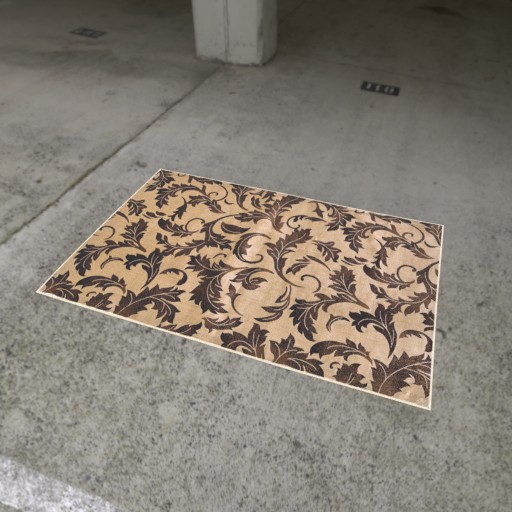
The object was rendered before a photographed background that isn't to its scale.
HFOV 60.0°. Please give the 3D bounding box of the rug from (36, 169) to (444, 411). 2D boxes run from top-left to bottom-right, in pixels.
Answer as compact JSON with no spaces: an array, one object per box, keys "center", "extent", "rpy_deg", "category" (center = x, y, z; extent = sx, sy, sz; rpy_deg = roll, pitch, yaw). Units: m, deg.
[{"center":[0.000,0.000,2.898],"extent":[2.284,0.008,1.522],"rpy_deg":[13,43,15],"category":"rug"}]
